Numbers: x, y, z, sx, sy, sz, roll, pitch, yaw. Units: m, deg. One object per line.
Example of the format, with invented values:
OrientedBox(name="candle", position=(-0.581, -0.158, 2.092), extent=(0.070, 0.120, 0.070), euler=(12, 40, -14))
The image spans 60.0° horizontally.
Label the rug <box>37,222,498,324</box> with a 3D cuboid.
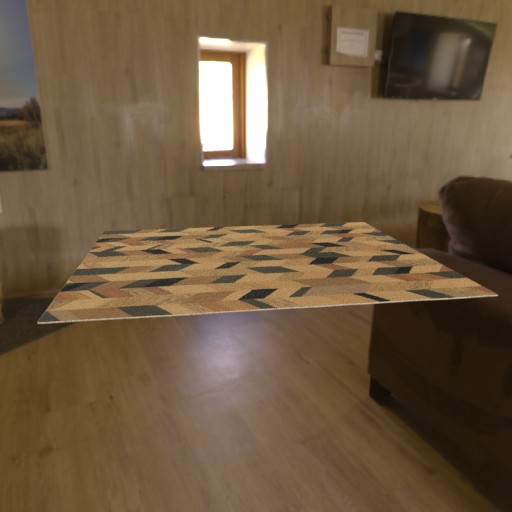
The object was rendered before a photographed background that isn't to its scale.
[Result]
OrientedBox(name="rug", position=(0.000, 0.000, 4.045), extent=(3.072, 0.011, 2.451), euler=(-3, 17, -8))
